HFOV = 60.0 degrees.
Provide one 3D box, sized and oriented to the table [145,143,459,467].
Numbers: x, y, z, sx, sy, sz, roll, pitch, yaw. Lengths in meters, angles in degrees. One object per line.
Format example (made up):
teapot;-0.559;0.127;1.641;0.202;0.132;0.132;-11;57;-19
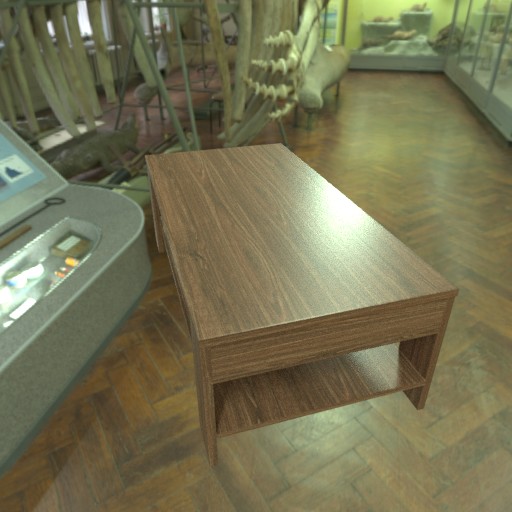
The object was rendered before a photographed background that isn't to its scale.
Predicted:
table;0.000;0.000;1.528;0.600;0.400;1.200;-9;32;-15
